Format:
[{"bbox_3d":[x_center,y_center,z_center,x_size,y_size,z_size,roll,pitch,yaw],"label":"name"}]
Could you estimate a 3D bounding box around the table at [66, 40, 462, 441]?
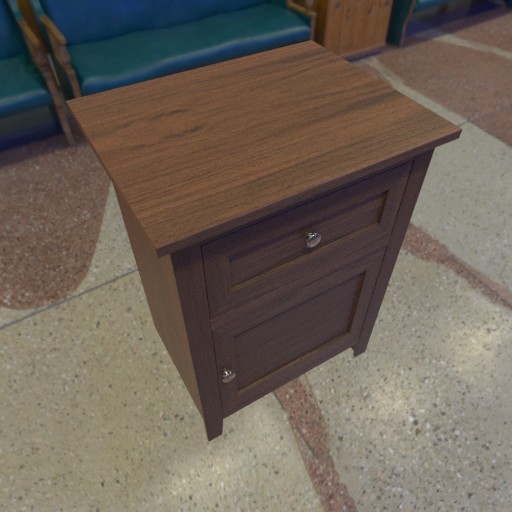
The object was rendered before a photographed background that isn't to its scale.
[{"bbox_3d":[0.000,0.000,0.911,0.480,0.636,0.381,-23,51,-20],"label":"table"}]
